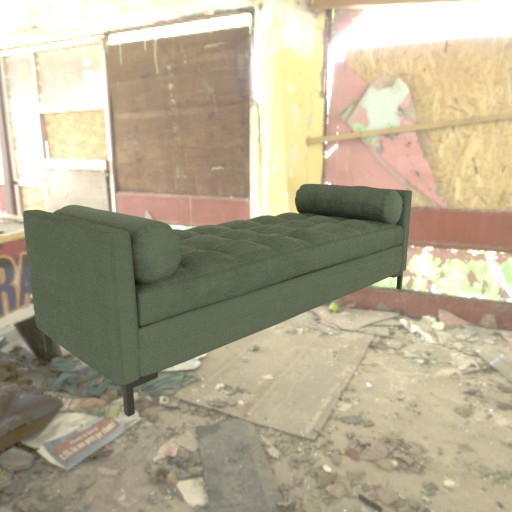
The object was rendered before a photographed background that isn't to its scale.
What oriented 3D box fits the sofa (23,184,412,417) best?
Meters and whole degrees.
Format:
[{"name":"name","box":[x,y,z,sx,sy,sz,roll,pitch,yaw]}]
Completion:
[{"name":"sofa","box":[0.000,0.000,2.441,0.817,0.681,2.130,13,19,43]}]
